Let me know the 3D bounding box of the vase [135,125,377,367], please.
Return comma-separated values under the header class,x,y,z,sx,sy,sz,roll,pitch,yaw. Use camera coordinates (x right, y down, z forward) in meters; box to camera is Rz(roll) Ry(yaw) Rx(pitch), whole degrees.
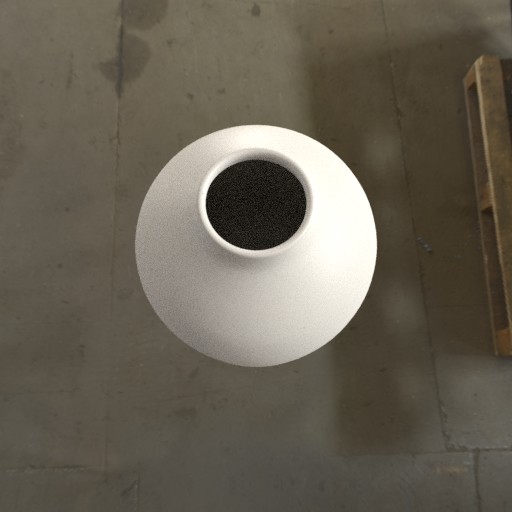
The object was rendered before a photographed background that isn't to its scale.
class,x,y,z,sx,sy,sz,roll,pitch,yaw
vase,0.000,0.000,0.349,0.169,0.237,0.169,0,75,0
